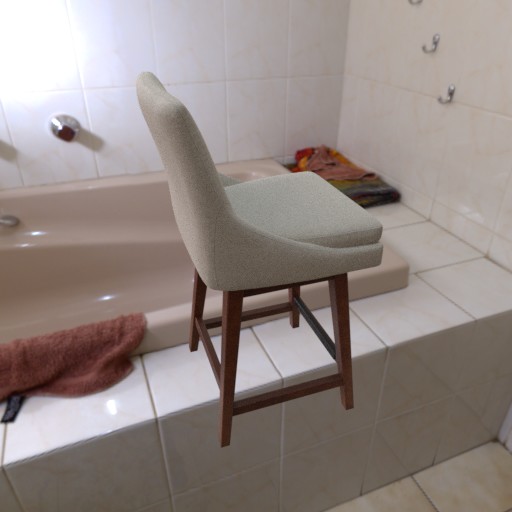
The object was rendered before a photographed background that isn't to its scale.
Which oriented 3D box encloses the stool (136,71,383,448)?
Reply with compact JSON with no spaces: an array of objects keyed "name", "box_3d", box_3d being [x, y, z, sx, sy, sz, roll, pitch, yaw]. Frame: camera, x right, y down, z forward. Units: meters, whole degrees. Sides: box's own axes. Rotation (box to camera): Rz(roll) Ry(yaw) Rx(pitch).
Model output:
[{"name":"stool","box_3d":[0.000,0.000,1.309,0.559,0.991,0.469,-10,32,-17]}]
